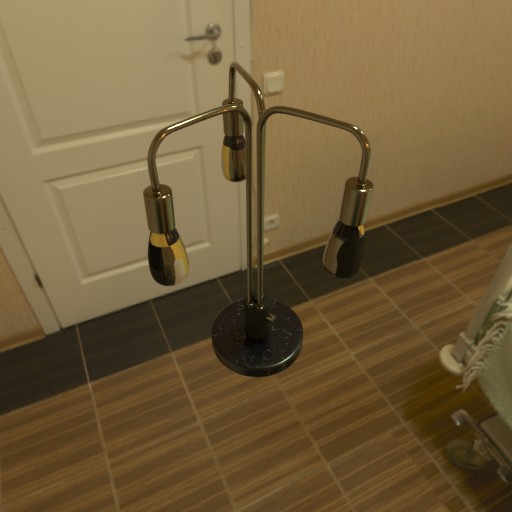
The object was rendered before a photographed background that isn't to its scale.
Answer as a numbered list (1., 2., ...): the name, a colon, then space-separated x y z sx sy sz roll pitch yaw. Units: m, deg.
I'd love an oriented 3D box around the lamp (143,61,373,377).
1. lamp: 0.000 0.000 0.797 0.368 0.560 0.355 25 48 25
